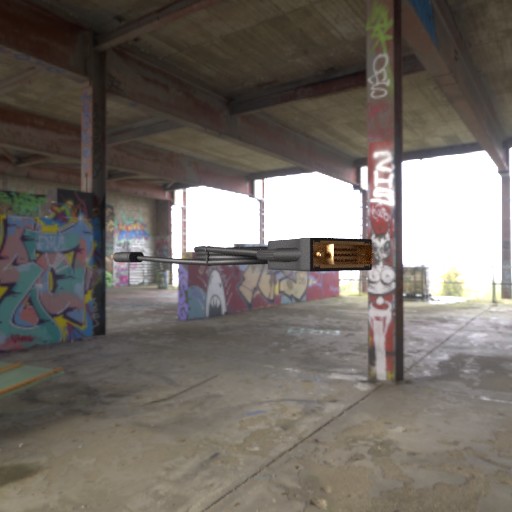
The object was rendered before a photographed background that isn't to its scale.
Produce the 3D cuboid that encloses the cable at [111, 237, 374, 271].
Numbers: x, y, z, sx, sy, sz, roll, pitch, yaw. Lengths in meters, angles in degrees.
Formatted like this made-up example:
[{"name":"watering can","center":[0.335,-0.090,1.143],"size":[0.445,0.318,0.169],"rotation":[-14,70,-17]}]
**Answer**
[{"name":"cable","center":[0.000,0.000,0.337],"size":[0.136,0.015,0.281],"rotation":[0,0,-35]}]
